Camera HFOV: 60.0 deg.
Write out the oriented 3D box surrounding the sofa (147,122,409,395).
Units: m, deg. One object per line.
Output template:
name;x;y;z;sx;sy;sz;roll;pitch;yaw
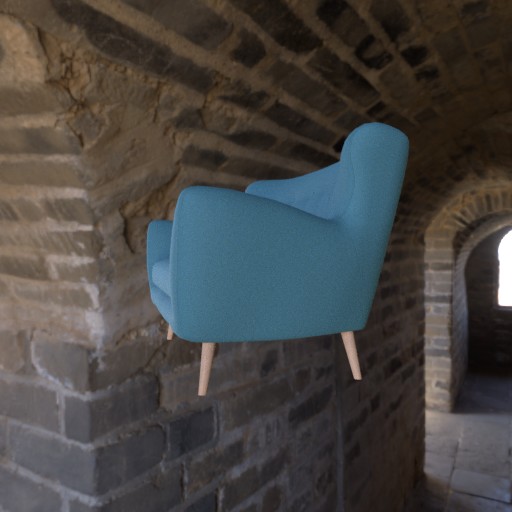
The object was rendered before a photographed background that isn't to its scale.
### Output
sofa;0.000;0.000;1.994;0.889;0.889;1.397;0;0;-17
